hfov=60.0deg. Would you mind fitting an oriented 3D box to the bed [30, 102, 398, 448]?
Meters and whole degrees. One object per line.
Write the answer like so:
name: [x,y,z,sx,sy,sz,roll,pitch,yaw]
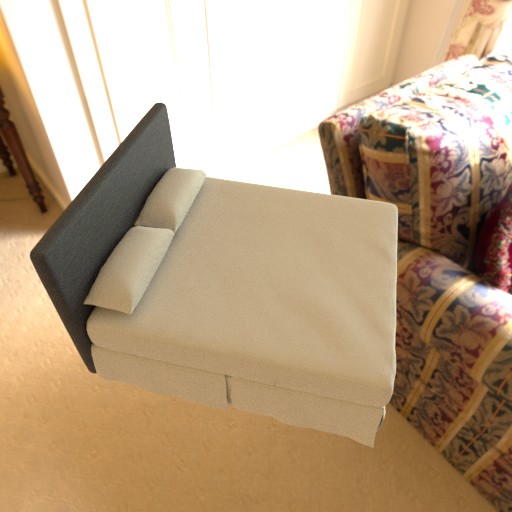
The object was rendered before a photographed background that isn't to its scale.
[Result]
bed: [0.000,0.000,3.282,2.142,1.330,1.884,10,46,9]
